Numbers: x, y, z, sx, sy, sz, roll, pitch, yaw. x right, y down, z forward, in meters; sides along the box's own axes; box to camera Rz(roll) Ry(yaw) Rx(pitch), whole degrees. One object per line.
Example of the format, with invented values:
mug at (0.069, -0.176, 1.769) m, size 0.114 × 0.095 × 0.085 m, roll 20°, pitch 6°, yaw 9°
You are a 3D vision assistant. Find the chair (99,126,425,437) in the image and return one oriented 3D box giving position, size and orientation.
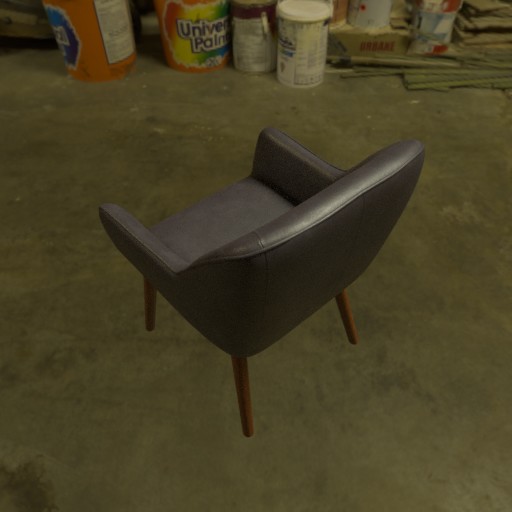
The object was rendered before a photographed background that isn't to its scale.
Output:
chair at (0.000, 0.000, 1.258) m, size 0.610 × 0.828 × 0.610 m, roll -33°, pitch 55°, yaw -27°
